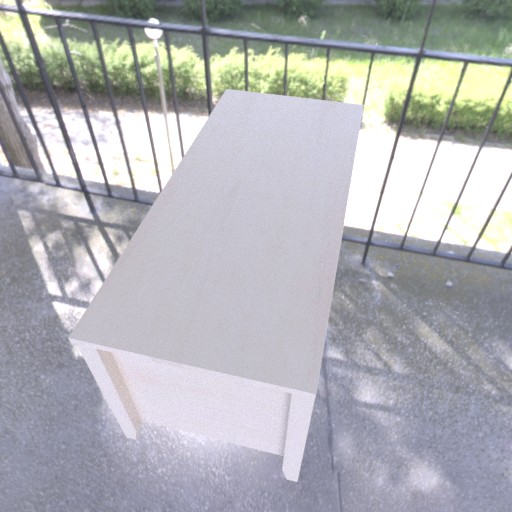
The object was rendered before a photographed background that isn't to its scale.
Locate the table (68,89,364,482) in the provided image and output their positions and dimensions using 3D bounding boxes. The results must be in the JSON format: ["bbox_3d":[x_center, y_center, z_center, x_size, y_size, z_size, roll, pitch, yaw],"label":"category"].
[{"bbox_3d":[0.000,0.000,1.288,0.457,0.483,1.016,10,47,10],"label":"table"}]
